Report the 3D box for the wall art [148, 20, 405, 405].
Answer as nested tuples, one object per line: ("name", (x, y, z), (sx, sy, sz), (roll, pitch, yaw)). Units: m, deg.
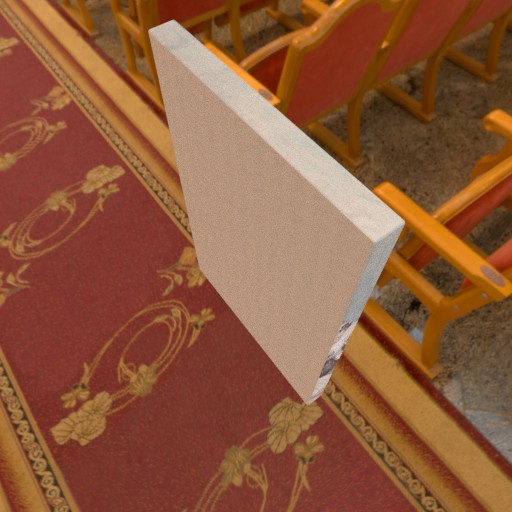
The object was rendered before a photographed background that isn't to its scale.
("wall art", (0.000, 0.000, 1.112), (0.061, 0.911, 0.609), (-33, 64, -18))
